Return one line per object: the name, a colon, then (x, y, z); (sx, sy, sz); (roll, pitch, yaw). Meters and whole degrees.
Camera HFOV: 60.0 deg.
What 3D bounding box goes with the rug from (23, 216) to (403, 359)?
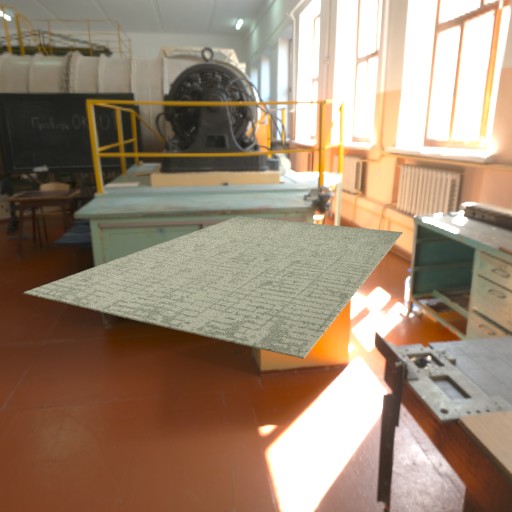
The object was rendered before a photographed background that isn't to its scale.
rug: (0.000, 0.000, 2.331); (1.211, 0.007, 1.827); (8, 18, 25)
